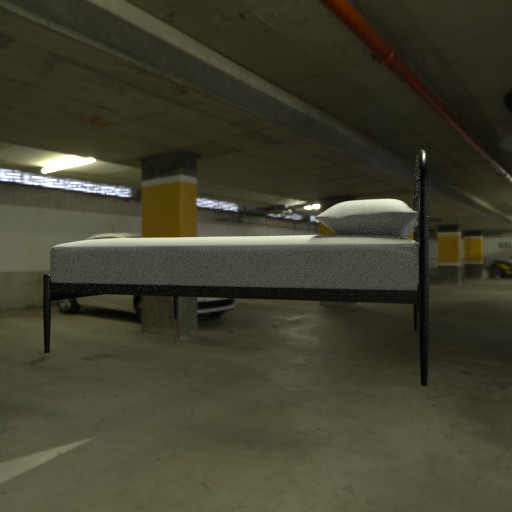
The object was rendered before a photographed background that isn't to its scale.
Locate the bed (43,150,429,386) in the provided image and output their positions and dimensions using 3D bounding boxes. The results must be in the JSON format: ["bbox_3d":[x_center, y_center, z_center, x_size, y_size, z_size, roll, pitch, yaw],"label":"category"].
[{"bbox_3d":[0.000,0.000,3.068,2.159,1.166,1.618,0,0,19],"label":"bed"}]
